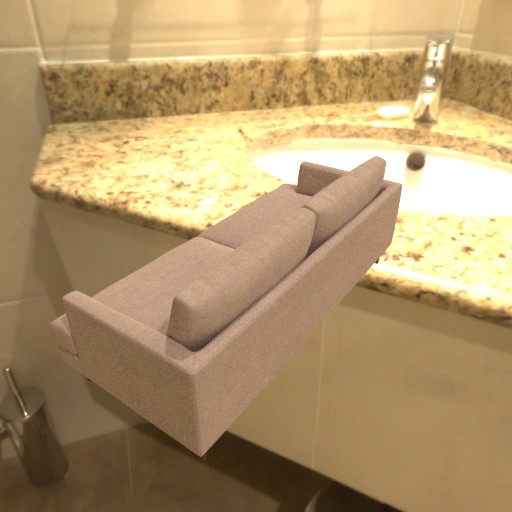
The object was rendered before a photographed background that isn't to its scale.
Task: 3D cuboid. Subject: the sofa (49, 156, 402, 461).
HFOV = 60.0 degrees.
[{"bbox_3d":[0.000,0.000,2.770,1.020,0.868,2.250,21,37,29],"label":"sofa"}]
